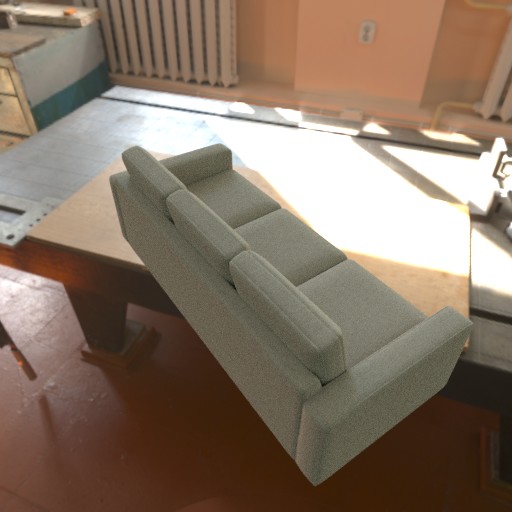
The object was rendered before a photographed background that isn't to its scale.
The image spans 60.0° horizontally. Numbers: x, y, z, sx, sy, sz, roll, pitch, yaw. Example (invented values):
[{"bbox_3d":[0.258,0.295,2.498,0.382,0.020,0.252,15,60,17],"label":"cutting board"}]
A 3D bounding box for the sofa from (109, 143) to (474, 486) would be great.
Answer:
[{"bbox_3d":[0.000,0.000,2.536,0.900,0.800,2.160,-24,46,-26],"label":"sofa"}]
